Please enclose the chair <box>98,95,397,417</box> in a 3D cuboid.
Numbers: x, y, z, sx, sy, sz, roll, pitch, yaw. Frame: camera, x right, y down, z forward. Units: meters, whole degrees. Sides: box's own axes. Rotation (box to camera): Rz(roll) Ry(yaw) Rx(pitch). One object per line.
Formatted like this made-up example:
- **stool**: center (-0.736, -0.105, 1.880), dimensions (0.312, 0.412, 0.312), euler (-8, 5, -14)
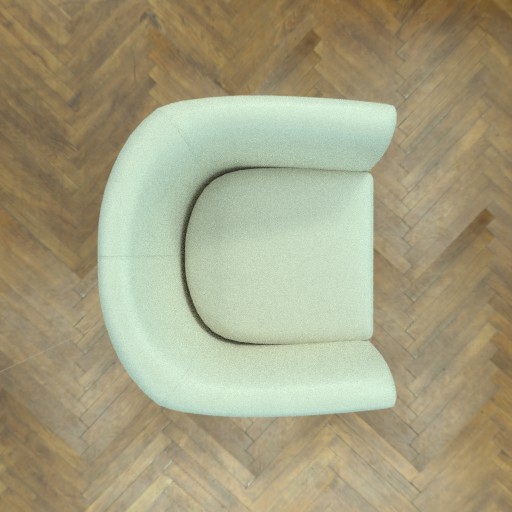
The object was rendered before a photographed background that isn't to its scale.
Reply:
- **chair**: center (0.000, 0.000, 1.361), dimensions (0.727, 0.756, 0.792), euler (0, 90, 0)
